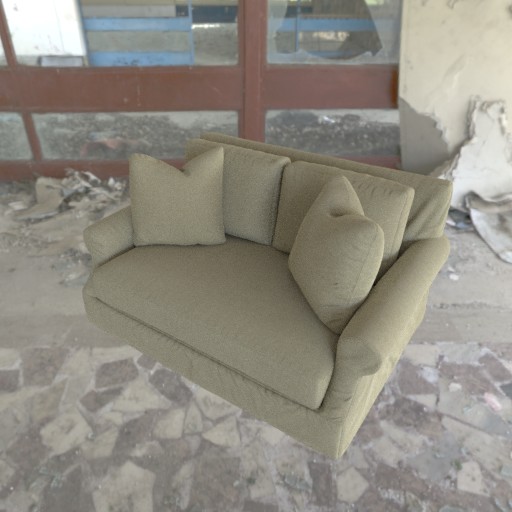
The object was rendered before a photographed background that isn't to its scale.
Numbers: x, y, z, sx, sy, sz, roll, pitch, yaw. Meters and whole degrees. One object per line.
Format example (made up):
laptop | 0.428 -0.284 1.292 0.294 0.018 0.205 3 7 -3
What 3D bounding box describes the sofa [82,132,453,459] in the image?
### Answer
sofa | 0.000 0.000 2.127 1.550 0.905 1.070 19 36 29
